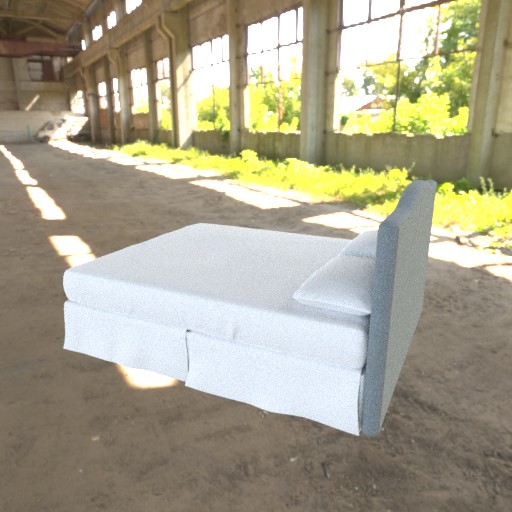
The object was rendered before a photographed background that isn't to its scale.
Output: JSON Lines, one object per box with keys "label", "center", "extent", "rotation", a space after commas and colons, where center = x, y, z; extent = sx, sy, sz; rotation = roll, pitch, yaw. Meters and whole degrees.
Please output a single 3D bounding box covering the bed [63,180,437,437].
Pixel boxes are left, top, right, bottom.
{"label": "bed", "center": [0.000, 0.000, 3.934], "extent": [2.689, 1.457, 2.161], "rotation": [8, 19, 25]}
